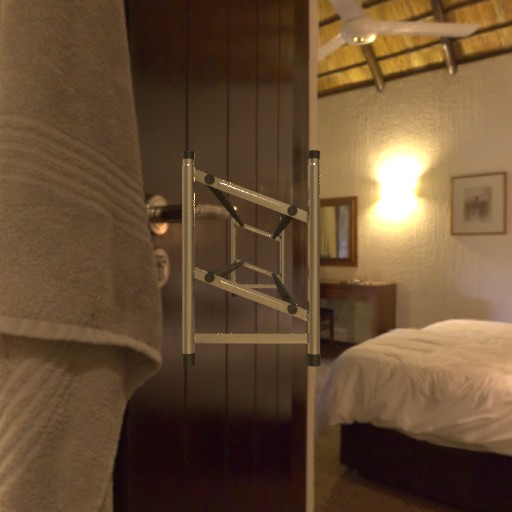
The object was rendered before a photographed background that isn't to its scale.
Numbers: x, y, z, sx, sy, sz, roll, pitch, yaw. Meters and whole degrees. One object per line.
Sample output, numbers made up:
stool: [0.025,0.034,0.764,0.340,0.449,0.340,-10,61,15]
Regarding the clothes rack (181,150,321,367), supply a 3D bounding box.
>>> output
clothes rack: [0.000,0.000,1.296,0.229,0.349,1.168,0,0,1]
